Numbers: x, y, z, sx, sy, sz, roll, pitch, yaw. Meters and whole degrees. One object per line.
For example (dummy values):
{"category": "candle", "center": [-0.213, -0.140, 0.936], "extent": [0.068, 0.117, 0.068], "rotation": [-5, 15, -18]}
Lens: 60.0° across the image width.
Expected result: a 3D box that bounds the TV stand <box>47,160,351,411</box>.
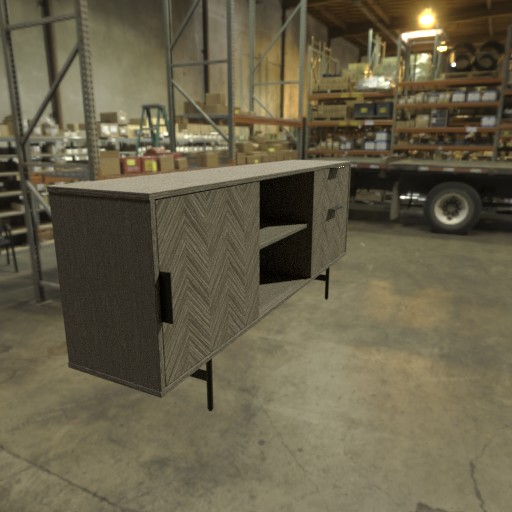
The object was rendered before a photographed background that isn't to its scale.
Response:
{"category": "TV stand", "center": [0.000, 0.000, 2.045], "extent": [0.405, 0.787, 1.804], "rotation": [8, 17, 27]}
